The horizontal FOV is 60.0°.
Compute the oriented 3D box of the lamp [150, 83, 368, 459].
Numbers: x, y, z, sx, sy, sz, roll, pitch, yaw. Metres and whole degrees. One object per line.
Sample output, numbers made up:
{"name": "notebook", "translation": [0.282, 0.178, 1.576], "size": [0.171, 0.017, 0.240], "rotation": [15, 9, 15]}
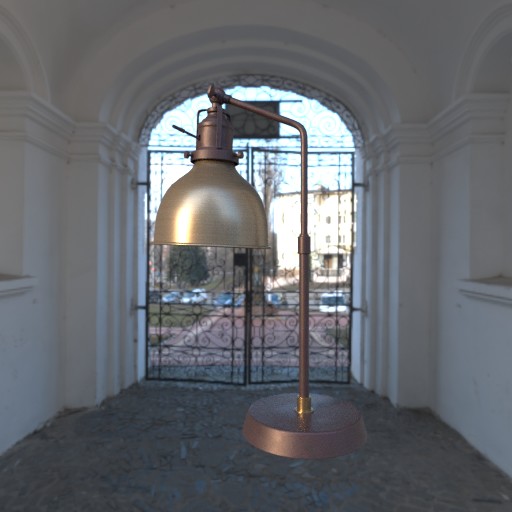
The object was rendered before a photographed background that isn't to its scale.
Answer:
{"name": "lamp", "translation": [0.000, 0.000, 0.608], "size": [0.298, 0.469, 0.175], "rotation": [0, 0, 17]}
